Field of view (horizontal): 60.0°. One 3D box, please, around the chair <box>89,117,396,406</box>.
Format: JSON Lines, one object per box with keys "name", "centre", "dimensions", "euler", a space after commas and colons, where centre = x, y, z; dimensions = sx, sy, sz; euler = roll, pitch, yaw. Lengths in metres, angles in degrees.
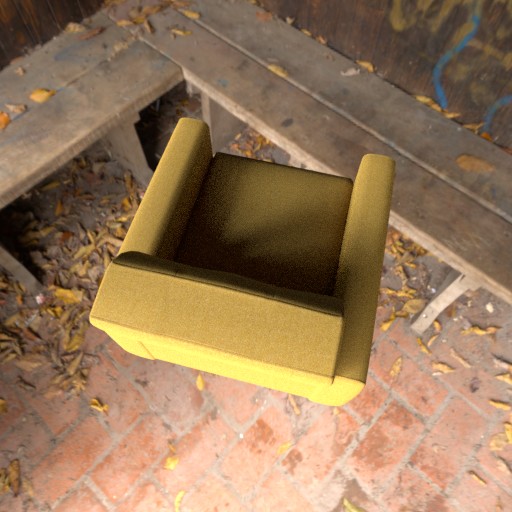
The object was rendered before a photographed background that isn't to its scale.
{"name": "chair", "centre": [0.000, 0.000, 1.537], "dimensions": [0.831, 0.841, 0.909], "euler": [13, 64, 6]}
